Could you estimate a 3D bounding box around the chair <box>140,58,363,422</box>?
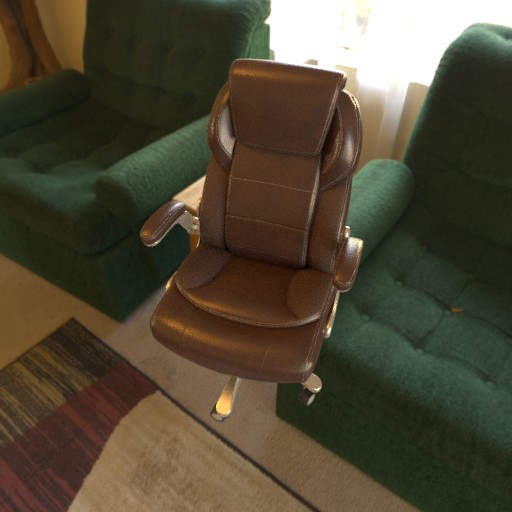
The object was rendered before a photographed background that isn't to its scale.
[{"bbox_3d":[0.000,0.000,1.618,0.733,1.160,0.774,13,44,14],"label":"chair"}]
